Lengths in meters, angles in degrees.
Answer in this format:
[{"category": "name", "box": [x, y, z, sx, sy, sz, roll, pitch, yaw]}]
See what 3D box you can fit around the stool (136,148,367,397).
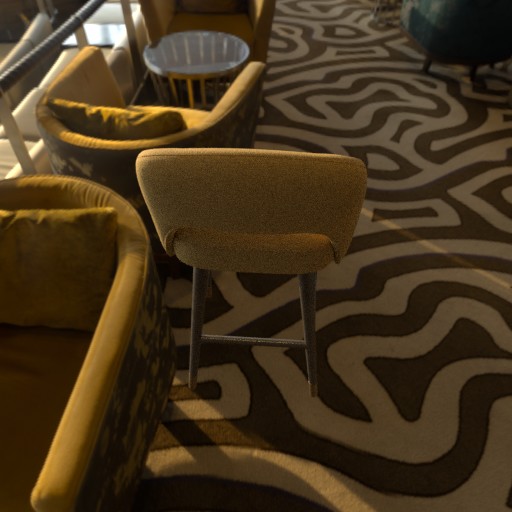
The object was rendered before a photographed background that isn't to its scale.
[{"category": "stool", "box": [0.000, 0.000, 1.339, 0.536, 1.032, 0.522, 3, 46, 3]}]
